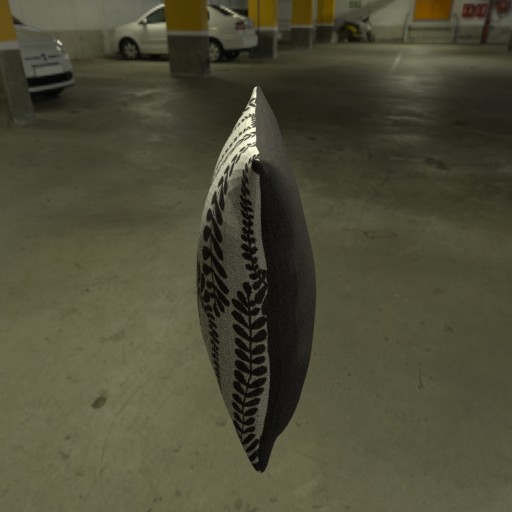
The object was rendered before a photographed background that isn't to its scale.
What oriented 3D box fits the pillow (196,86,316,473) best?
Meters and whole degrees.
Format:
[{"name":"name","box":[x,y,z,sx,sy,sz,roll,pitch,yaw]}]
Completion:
[{"name":"pillow","box":[0.000,0.000,0.681,0.182,0.441,0.440,0,28,0]}]
